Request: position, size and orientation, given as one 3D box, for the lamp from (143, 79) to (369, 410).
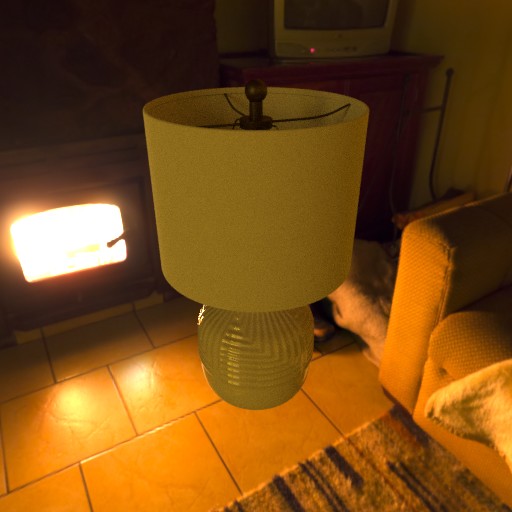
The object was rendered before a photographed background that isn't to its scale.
[{"bbox_3d":[0.000,0.000,0.758,0.318,0.567,0.318,0,29,0],"label":"lamp"}]
